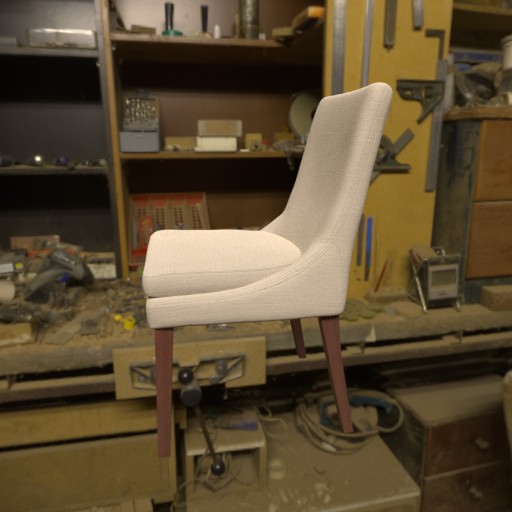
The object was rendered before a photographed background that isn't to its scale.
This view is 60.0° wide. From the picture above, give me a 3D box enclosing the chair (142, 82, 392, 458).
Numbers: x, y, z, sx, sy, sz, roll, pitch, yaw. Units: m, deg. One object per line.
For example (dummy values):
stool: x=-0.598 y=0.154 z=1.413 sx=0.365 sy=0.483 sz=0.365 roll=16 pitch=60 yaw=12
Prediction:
chair: x=0.000 y=0.000 z=1.323 sx=0.638 sy=0.940 sz=0.515 roll=-3 pitch=15 yaw=-10
